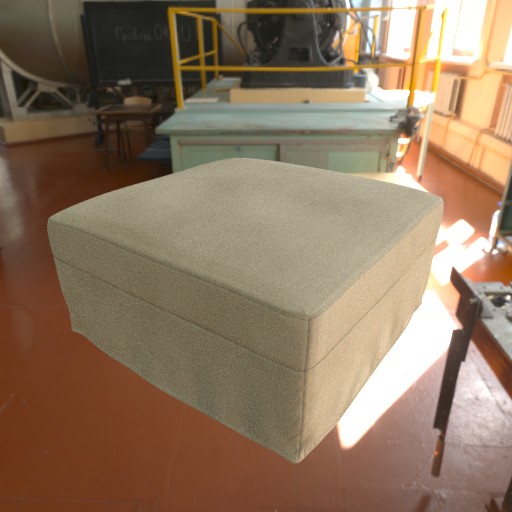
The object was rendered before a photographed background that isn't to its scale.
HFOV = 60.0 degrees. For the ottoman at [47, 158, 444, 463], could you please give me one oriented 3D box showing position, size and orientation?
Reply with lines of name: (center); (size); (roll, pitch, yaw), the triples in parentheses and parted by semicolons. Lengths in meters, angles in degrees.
ottoman: (0.000, 0.000, 1.331); (0.843, 0.441, 0.842); (18, 31, 32)
